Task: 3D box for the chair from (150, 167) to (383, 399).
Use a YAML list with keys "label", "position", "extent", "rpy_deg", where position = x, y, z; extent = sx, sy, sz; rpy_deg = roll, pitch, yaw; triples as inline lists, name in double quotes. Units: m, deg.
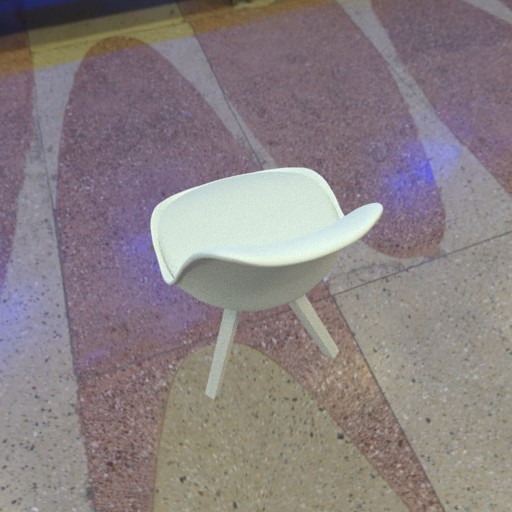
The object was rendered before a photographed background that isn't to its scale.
- label: "chair"
  position: [0.000, 0.000, 1.150]
  extent: [0.485, 0.850, 0.550]
  rpy_deg: [-16, 59, -10]
